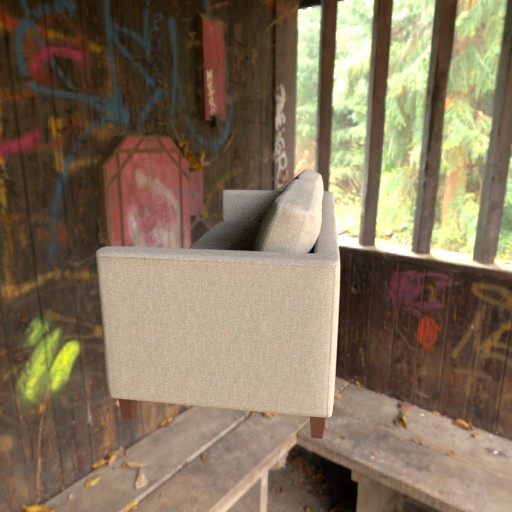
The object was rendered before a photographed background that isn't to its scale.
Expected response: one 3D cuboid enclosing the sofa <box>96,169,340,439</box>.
[{"bbox_3d":[0.000,0.000,2.717,0.956,0.963,2.208,2,15,9],"label":"sofa"}]
